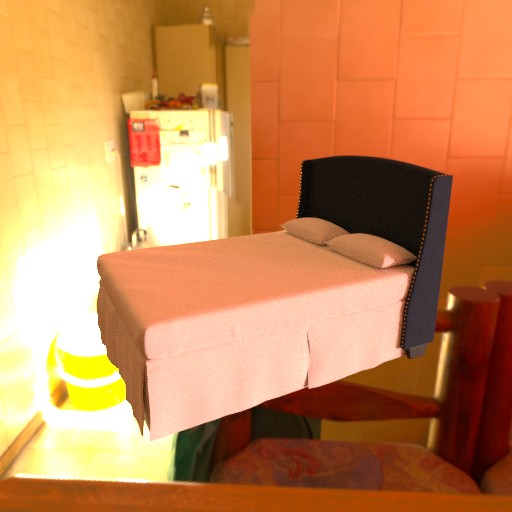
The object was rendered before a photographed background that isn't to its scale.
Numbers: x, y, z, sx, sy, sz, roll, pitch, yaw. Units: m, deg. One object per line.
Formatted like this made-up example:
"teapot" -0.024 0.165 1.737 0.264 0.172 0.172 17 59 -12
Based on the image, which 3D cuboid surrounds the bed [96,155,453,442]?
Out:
"bed" 0.000 0.000 3.336 2.223 1.402 1.604 -8 19 -26
